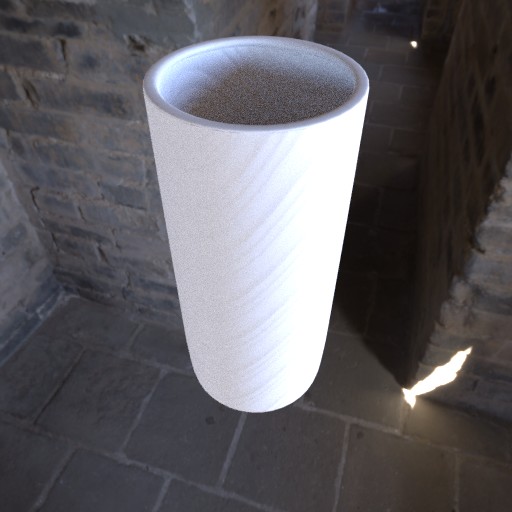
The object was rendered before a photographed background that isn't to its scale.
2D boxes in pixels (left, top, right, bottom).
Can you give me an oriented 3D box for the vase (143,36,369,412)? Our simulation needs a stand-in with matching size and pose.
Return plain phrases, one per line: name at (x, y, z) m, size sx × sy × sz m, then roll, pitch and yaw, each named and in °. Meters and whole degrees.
vase at (0.000, 0.000, 0.384) m, size 0.143 × 0.316 × 0.143 m, roll 0°, pitch 45°, yaw 0°
